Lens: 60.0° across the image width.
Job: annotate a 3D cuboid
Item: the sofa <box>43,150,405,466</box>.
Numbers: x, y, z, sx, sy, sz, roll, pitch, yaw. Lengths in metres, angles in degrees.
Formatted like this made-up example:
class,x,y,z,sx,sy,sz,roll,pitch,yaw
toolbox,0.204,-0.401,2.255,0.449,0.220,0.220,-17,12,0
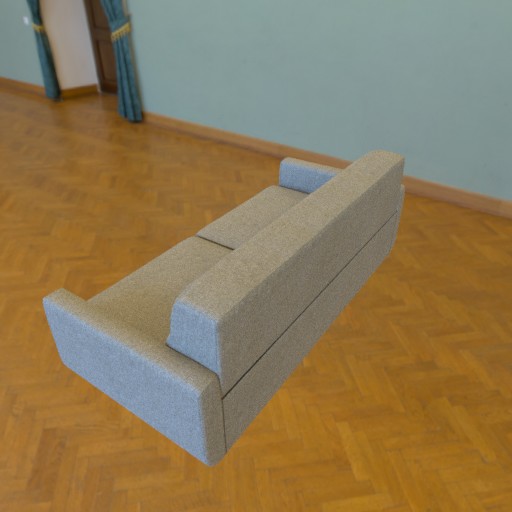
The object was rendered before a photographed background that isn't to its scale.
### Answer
class,x,y,z,sx,sy,sz,roll,pitch,yaw
sofa,0.000,0.000,2.504,0.968,0.873,2.055,21,39,28
